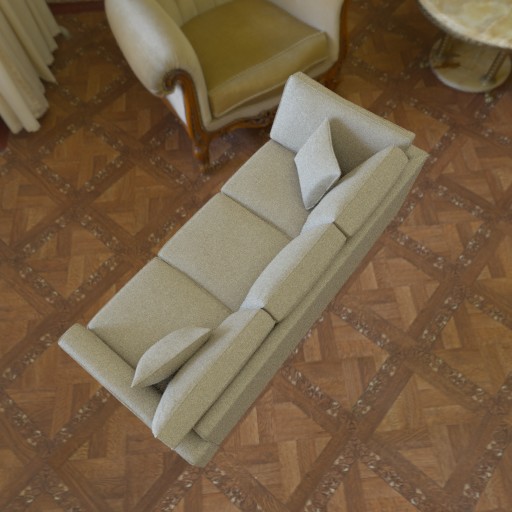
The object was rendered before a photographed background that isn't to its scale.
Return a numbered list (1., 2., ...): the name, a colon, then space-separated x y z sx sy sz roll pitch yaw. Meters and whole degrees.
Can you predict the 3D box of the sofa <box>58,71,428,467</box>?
1. sofa: 0.000 0.000 2.846 1.053 0.948 2.323 35 69 16
